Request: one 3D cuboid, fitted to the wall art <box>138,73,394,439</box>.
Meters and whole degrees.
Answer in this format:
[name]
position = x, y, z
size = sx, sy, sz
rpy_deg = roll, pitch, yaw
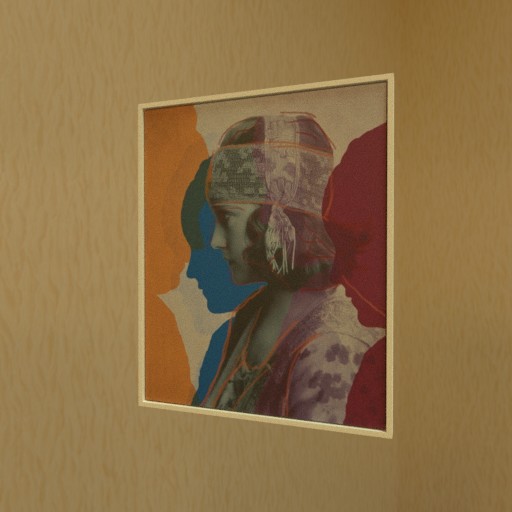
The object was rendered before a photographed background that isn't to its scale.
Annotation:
[wall art]
position = 0.000, 0.000, 0.749
size = 0.443, 0.549, 0.030
rpy_deg = 0, 1, 19
